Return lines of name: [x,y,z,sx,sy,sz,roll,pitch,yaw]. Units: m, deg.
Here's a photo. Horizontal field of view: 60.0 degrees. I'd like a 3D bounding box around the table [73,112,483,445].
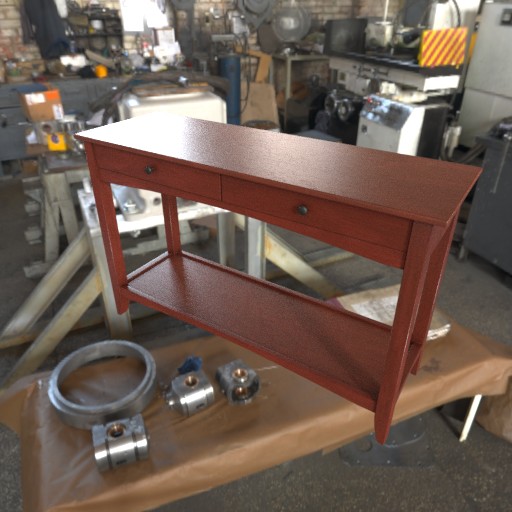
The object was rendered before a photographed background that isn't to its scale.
table: [0.000,0.000,1.506,1.188,0.739,0.392,18,35,28]
